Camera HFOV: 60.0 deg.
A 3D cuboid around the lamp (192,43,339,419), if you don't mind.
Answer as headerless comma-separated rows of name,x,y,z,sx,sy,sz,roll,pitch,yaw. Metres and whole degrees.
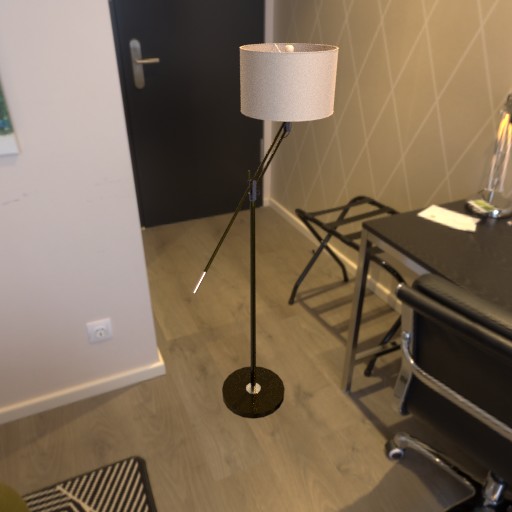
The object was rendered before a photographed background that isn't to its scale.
lamp,0.000,0.000,1.934,0.373,1.635,0.809,19,35,30
